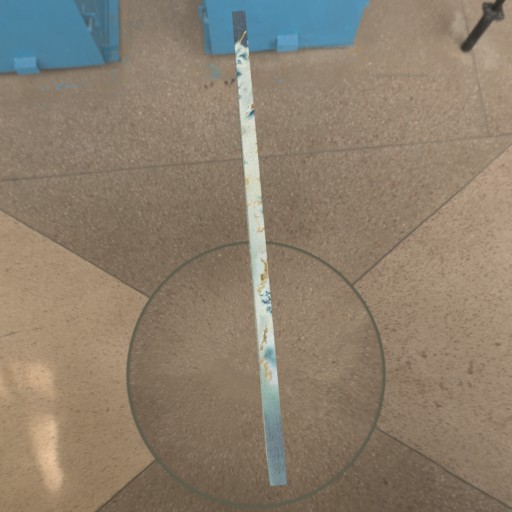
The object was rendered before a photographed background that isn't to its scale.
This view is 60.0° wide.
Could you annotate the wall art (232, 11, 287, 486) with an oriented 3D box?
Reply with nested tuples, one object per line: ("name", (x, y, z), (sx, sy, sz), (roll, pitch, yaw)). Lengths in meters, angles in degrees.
("wall art", (0.000, 0.000, 1.394), (0.035, 0.759, 1.138), (-4, 76, -1))
